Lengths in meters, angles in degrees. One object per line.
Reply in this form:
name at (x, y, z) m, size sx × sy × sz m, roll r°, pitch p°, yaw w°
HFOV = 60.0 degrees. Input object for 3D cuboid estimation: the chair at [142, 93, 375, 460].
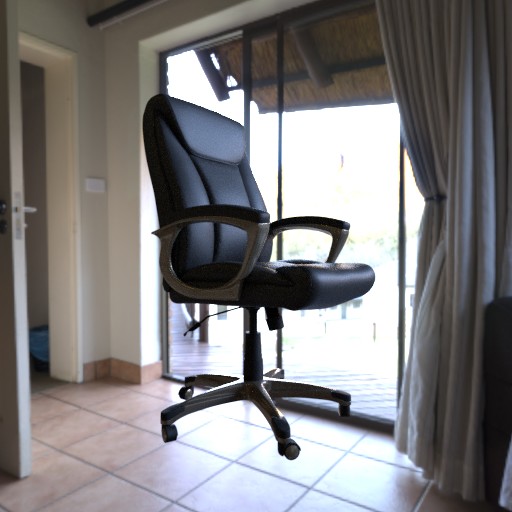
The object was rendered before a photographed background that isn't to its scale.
chair at (0.000, 0.000, 1.614) m, size 0.748 × 1.188 × 0.694 m, roll 1°, pitch 1°, yaw 36°
